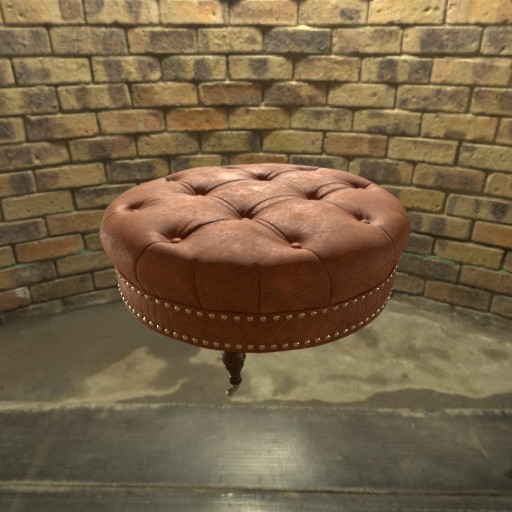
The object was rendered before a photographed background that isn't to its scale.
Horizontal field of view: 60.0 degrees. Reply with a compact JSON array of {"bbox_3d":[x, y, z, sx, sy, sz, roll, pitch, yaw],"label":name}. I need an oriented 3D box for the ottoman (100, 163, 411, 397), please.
[{"bbox_3d":[0.000,0.000,1.405,0.901,0.444,0.901,0,26,0],"label":"ottoman"}]
